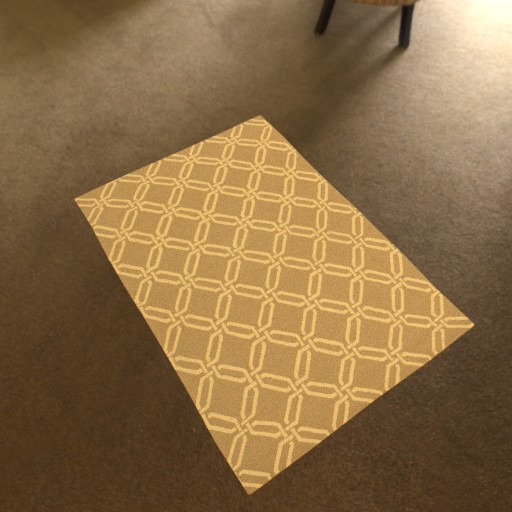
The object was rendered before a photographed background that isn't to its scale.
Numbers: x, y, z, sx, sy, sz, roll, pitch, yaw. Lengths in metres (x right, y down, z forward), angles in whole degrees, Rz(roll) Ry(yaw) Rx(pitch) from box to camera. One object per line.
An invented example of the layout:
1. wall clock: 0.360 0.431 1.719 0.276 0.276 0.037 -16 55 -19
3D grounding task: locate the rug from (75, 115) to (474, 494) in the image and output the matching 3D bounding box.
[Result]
1. rug: 0.000 0.000 2.722 1.524 0.013 2.135 -30 62 -18
